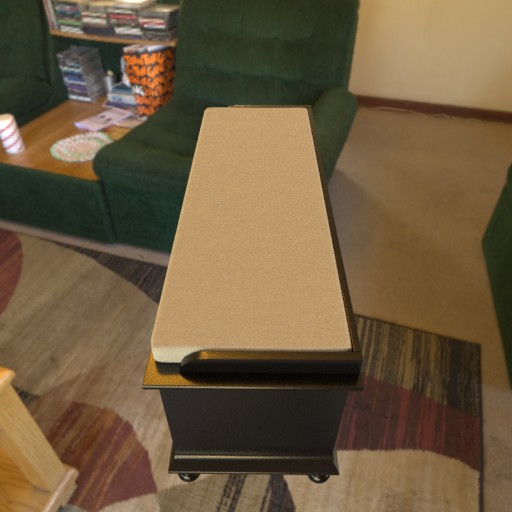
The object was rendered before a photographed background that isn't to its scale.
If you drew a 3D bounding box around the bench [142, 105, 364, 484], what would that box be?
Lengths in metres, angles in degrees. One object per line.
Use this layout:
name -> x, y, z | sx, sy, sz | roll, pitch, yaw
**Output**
bench -> 0.000, 0.000, 1.377 | 0.402, 0.501, 1.185 | 0, 41, 0
